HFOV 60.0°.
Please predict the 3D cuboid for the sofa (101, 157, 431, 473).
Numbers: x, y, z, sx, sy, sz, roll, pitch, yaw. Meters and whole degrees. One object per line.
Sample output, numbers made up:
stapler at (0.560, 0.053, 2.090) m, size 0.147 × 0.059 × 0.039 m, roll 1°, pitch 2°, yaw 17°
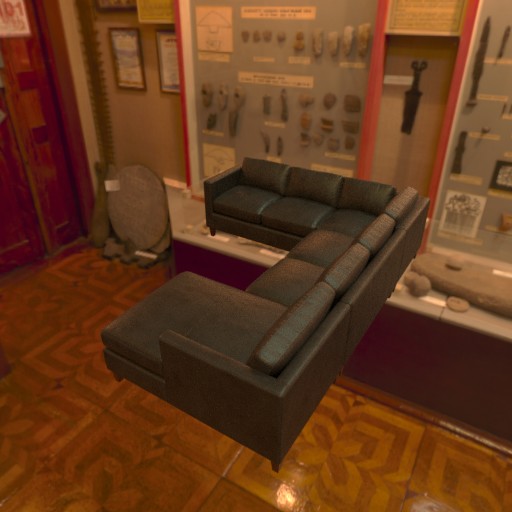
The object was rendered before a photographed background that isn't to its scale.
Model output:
sofa at (0.000, 0.000, 4.360) m, size 2.452 × 0.891 × 3.324 m, roll 18°, pitch 35°, yaw 28°
